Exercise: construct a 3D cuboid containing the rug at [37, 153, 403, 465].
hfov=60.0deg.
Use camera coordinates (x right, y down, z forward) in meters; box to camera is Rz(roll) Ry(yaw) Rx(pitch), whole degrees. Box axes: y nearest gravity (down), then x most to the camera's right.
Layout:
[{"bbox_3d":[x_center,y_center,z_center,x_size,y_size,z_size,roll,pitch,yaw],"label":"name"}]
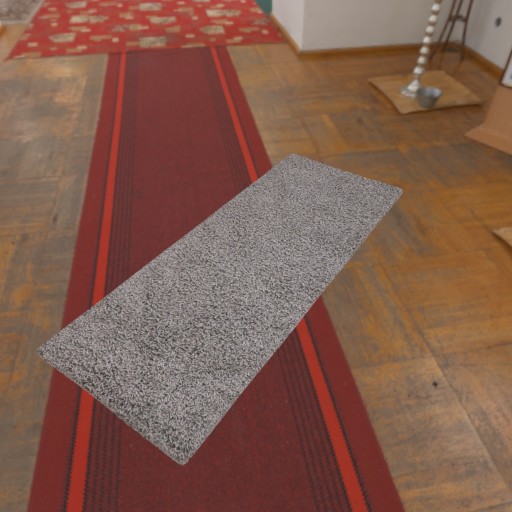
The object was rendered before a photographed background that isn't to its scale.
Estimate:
[{"bbox_3d":[0.000,0.000,1.713,0.609,0.030,1.524,25,47,25],"label":"rug"}]
